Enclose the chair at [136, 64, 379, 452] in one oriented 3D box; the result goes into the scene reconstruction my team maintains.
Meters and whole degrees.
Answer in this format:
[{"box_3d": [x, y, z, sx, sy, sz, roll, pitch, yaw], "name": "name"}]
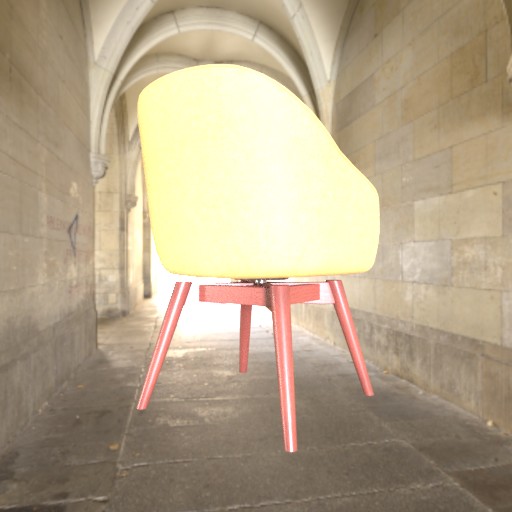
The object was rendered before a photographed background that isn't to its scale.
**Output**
[{"box_3d": [0.000, 0.000, 1.240, 0.596, 0.823, 0.635, 0, -1, 34], "name": "chair"}]
